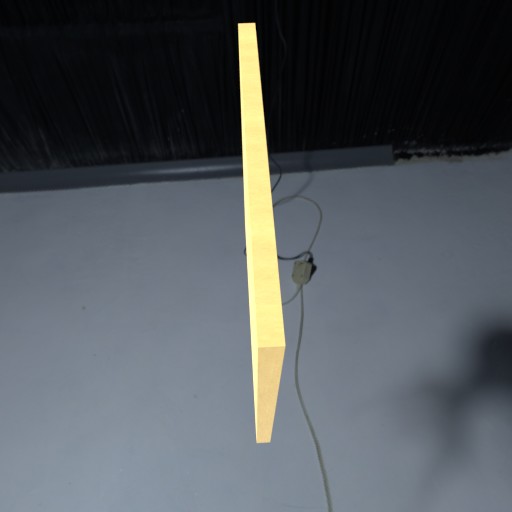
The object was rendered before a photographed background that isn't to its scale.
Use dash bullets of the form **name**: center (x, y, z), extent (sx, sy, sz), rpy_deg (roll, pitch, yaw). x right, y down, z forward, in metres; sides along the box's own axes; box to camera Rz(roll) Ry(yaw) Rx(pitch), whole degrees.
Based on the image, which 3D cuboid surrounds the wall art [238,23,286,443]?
- **wall art**: center (0.000, 0.000, 2.849), extent (0.097, 1.936, 1.935), rpy_deg (-3, 58, -2)
